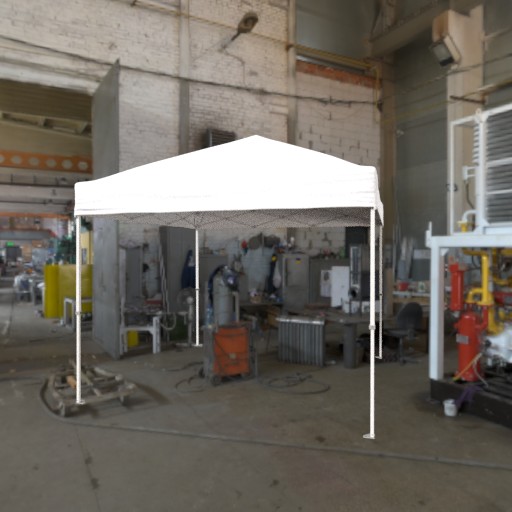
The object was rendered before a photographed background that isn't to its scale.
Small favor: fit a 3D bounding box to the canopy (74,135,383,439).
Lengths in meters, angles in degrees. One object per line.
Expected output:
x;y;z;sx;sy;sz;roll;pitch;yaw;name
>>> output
0.000;0.000;5.513;2.998;2.997;2.996;0;1;17;canopy
